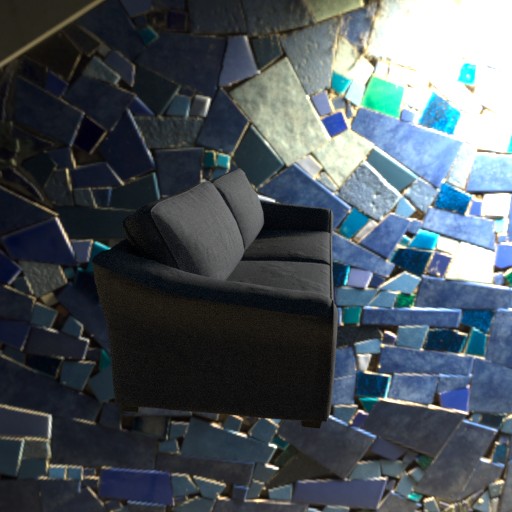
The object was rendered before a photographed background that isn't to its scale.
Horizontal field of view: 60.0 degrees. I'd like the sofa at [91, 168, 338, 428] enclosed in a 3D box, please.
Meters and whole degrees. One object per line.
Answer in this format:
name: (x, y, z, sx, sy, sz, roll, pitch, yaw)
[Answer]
sofa: (0.000, 0.000, 2.779, 0.971, 0.950, 2.270, 2, 16, 9)
